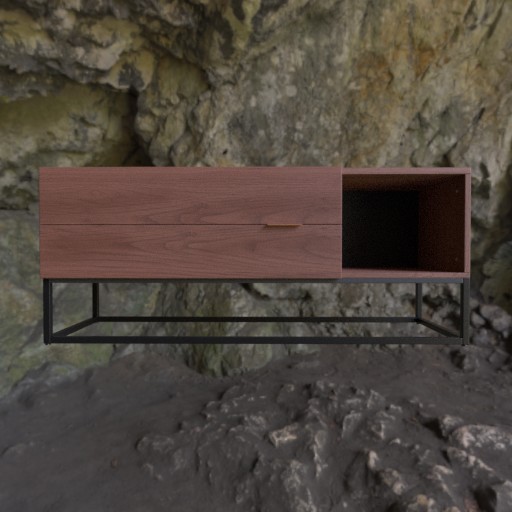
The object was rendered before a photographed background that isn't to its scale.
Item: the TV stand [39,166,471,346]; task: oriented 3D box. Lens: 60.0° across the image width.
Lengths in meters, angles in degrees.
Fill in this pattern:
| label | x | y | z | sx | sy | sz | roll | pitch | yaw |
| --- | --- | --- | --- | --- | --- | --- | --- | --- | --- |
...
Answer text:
| label | x | y | z | sx | sy | sz | roll | pitch | yaw |
| --- | --- | --- | --- | --- | --- | --- | --- | --- | --- |
| TV stand | 0.000 | 0.000 | 1.418 | 1.200 | 0.500 | 0.415 | 0 | 1 | 1 |
